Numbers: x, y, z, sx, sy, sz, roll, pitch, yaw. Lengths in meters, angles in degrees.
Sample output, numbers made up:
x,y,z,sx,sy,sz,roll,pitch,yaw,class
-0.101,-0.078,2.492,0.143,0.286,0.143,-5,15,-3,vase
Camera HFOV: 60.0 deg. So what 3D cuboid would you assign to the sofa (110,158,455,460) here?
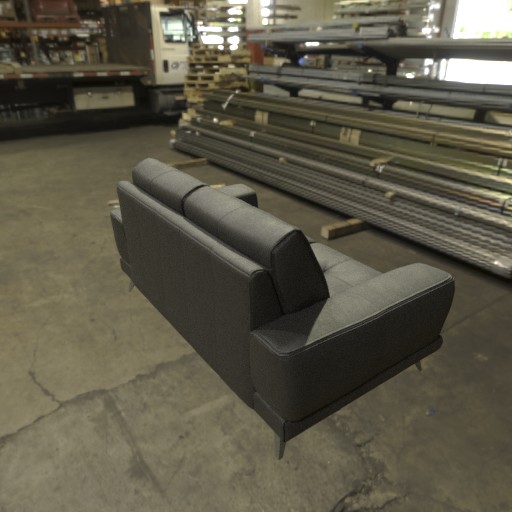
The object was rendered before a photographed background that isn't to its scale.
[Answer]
x,y,z,sx,sy,sz,roll,pitch,yaw,class
0.000,0.000,2.420,1.018,0.907,1.806,-17,31,-31,sofa
